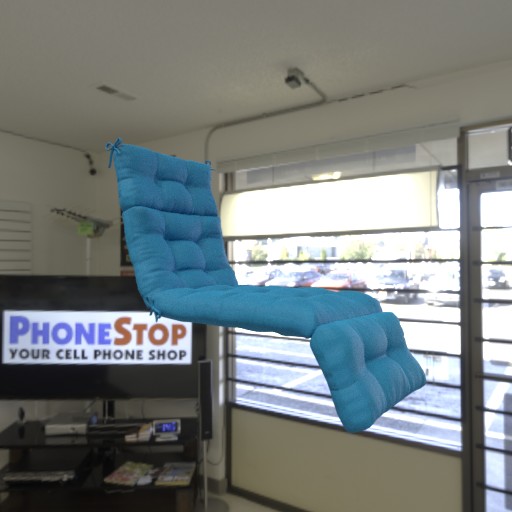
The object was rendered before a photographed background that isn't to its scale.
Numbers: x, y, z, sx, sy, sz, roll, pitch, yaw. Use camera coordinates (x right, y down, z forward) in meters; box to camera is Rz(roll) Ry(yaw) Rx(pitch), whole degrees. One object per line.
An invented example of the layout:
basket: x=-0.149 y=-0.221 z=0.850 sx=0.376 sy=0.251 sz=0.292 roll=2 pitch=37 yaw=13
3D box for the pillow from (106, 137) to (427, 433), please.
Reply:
pillow: x=0.000 y=0.000 z=1.522 sx=1.016 sy=0.863 sz=0.526 roll=-1 pitch=-1 yaw=36
